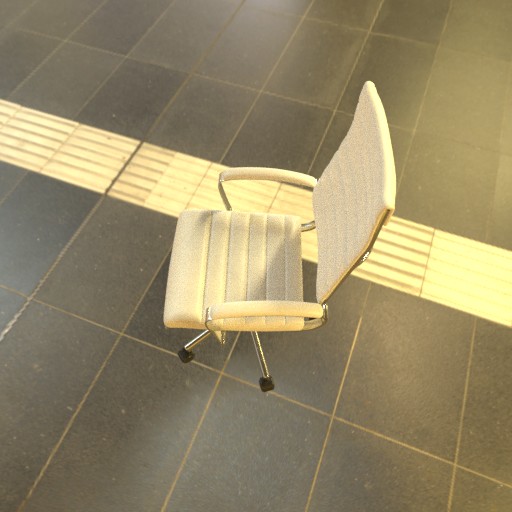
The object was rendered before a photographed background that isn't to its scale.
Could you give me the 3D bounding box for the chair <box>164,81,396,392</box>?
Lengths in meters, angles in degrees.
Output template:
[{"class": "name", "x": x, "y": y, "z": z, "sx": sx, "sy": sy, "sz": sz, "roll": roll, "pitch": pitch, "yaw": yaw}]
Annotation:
[{"class": "chair", "x": 0.000, "y": 0.000, "z": 1.578, "sx": 0.679, "sy": 1.149, "sz": 0.679, "roll": 1, "pitch": 59, "yaw": 1}]
